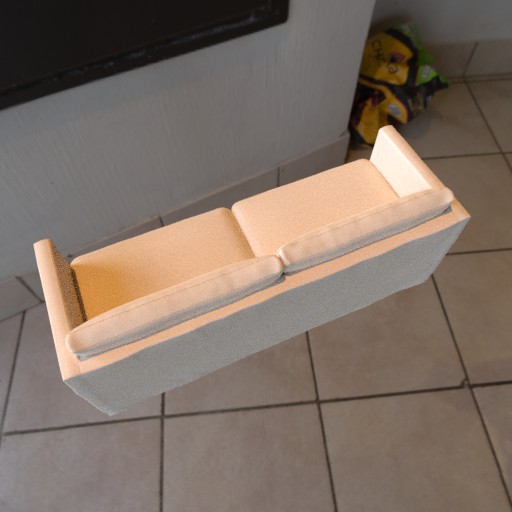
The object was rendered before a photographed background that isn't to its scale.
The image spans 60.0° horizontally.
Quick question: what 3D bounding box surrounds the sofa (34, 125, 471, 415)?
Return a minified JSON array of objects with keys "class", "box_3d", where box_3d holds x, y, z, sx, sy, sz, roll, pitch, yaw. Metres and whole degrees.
[{"class":"sofa","box_3d":[0.000,0.000,3.221,2.779,0.999,1.036,-21,60,-12]}]
